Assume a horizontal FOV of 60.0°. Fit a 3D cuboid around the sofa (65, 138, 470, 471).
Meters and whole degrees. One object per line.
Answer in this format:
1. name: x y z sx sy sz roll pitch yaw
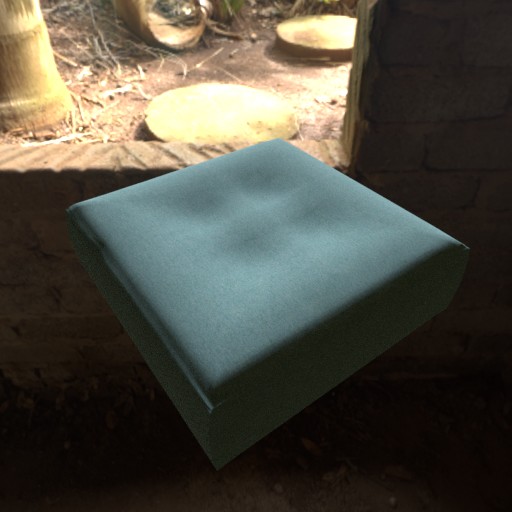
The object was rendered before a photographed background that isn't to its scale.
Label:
1. sofa: 0.000 0.000 1.468 0.930 0.330 0.930 -25 47 -27
